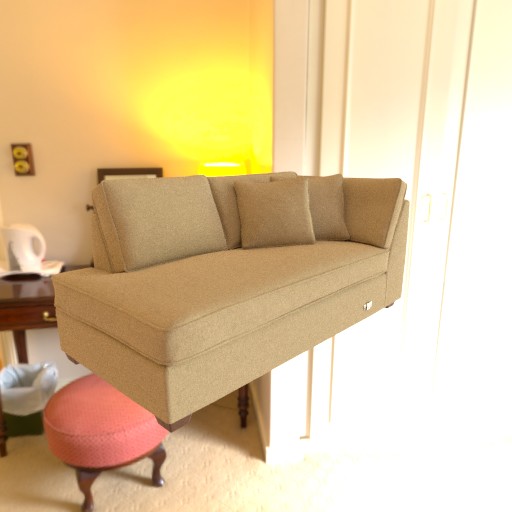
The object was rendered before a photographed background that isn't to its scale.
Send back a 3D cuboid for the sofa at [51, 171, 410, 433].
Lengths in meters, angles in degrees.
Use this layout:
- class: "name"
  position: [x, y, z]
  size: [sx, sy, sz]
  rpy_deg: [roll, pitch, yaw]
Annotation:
- class: "sofa"
  position: [0.000, 0.000, 2.884]
  size: [1.110, 1.033, 2.237]
  rpy_deg: [13, 19, 42]
